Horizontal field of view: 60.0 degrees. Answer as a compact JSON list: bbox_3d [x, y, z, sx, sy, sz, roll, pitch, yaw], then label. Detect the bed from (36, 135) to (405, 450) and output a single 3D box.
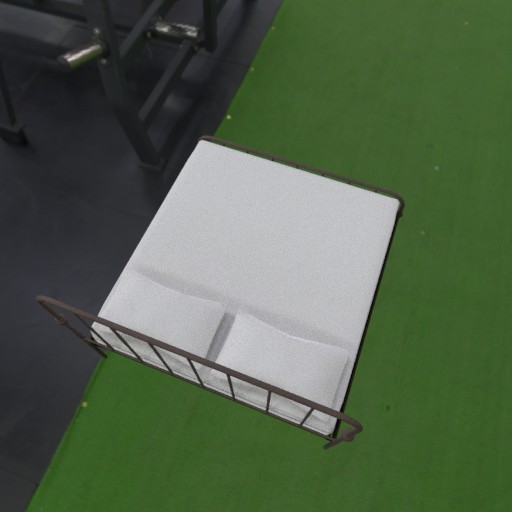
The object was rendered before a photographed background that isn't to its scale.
[{"bbox_3d":[0.000,0.000,3.435,2.044,1.446,2.134,19,64,10],"label":"bed"}]
